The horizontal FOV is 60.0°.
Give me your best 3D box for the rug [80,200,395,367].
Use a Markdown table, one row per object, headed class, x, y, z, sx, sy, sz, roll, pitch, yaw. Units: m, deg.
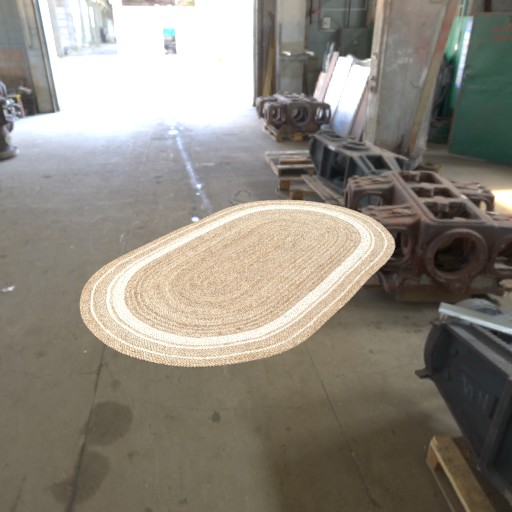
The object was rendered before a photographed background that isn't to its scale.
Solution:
| class | x | y | z | sx | sy | sz | roll | pitch | yaw |
| --- | --- | --- | --- | --- | --- | --- | --- | --- | --- |
| rug | 0.000 | 0.000 | 3.035 | 1.520 | 0.006 | 2.432 | 18 | 32 | 31 |
